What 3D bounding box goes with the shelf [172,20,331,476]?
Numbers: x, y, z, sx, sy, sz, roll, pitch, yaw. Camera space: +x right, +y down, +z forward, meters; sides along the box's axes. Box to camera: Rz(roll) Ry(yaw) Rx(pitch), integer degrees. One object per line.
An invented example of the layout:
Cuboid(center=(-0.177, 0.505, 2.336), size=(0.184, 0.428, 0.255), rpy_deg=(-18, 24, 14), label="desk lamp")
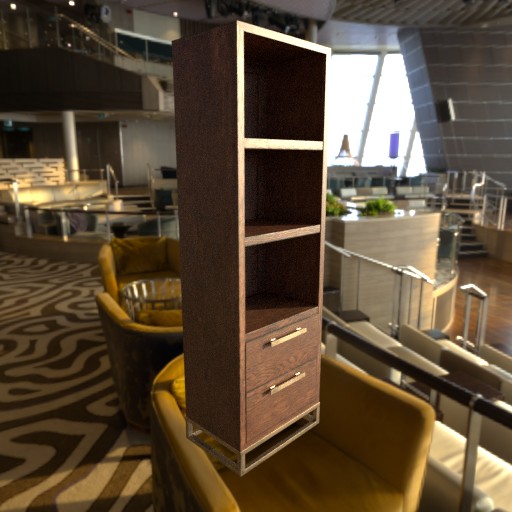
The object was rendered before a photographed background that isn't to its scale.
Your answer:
Cuboid(center=(0.000, 0.000, 1.956), size=(0.395, 1.732, 0.539), rpy_deg=(12, 17, 43), label="shelf")
